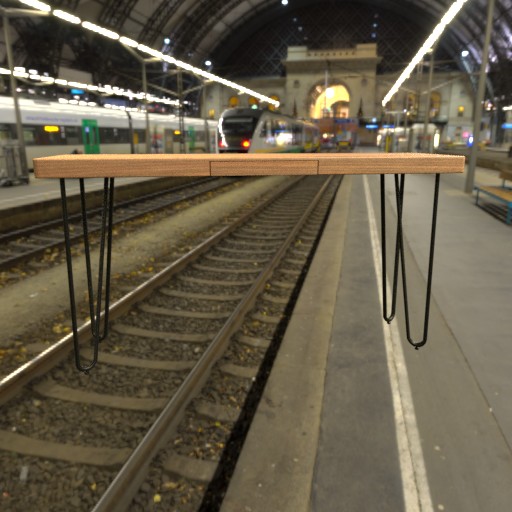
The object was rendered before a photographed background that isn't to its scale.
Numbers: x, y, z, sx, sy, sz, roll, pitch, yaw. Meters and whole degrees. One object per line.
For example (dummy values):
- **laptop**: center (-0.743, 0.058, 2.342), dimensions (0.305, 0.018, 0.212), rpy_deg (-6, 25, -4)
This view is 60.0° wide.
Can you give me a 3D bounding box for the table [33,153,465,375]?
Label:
- **table**: center (0.000, 0.000, 1.883), dimensions (1.570, 0.834, 0.425), rpy_deg (-2, 15, -8)
